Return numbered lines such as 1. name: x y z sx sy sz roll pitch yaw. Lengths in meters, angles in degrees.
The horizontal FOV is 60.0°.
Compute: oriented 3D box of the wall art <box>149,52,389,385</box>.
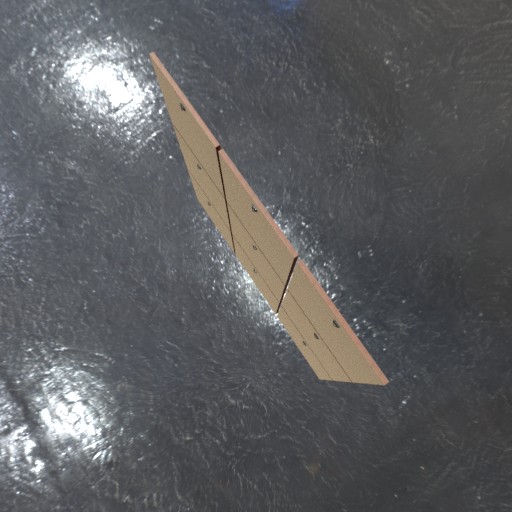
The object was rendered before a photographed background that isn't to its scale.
1. wall art: 0.000 0.000 1.390 0.018 0.904 0.906 -33 78 -8
